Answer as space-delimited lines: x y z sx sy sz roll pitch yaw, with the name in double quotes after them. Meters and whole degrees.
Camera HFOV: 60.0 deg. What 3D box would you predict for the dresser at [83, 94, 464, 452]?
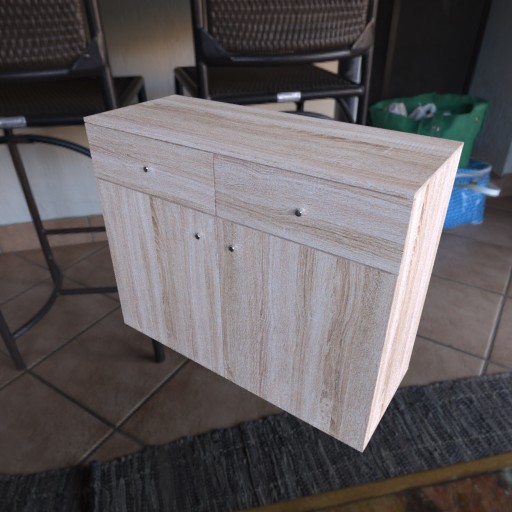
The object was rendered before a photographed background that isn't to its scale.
0.000 0.000 1.579 1.100 0.900 0.450 20 37 29 "dresser"
